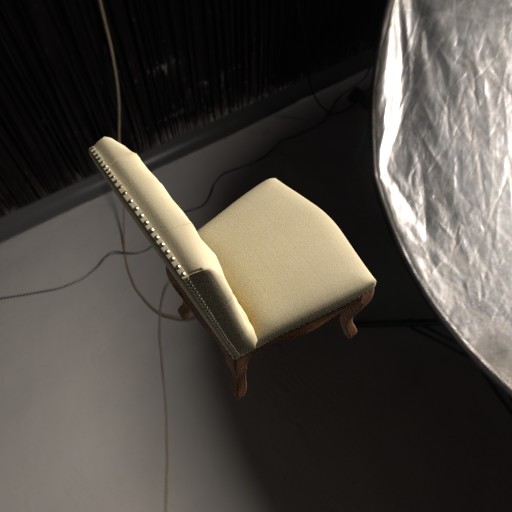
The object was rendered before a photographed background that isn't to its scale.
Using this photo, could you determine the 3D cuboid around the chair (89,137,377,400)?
[{"bbox_3d":[0.000,0.000,1.547,0.715,1.165,0.623,-31,63,-18],"label":"chair"}]
